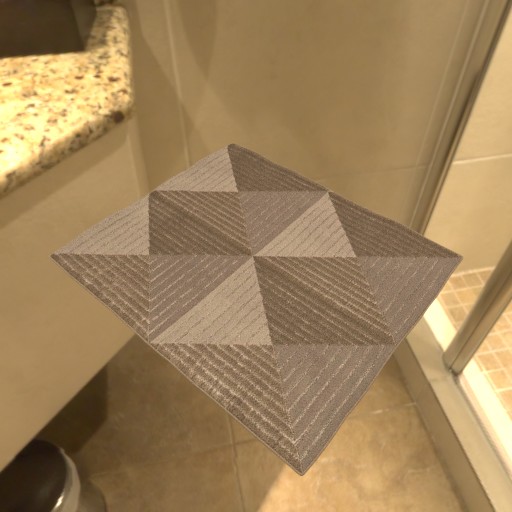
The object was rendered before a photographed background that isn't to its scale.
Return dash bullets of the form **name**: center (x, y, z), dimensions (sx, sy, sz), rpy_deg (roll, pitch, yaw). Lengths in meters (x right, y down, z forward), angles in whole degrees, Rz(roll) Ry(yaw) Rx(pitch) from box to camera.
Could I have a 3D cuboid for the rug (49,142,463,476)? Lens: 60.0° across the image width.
- **rug**: center (0.000, 0.000, 0.890), dimensions (0.642, 0.008, 0.551), rpy_deg (32, 55, 27)
